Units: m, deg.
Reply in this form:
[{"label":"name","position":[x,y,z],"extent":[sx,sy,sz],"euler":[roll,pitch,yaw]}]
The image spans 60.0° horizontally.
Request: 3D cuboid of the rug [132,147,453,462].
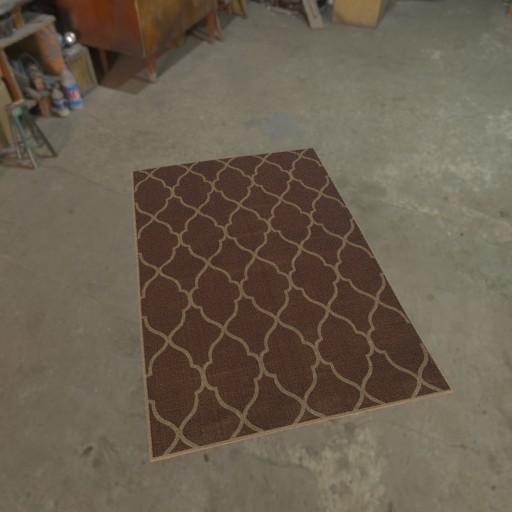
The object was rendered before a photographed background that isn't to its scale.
[{"label":"rug","position":[0.000,0.000,2.892],"extent":[1.528,0.014,2.294],"euler":[-10,47,-9]}]
